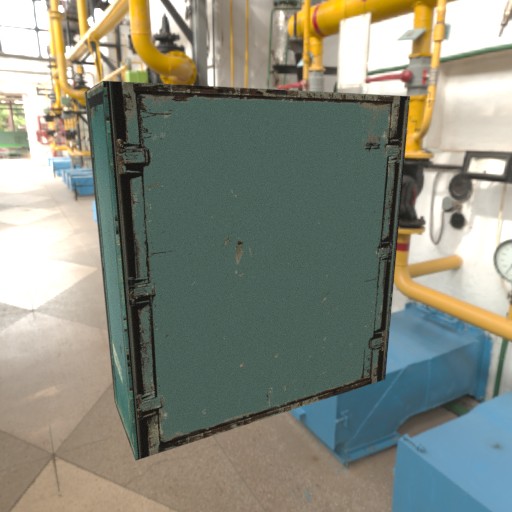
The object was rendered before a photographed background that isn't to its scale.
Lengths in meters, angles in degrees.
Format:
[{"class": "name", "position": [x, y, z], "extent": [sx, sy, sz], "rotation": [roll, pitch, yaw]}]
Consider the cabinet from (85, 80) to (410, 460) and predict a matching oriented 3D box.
[{"class": "cabinet", "position": [0.000, 0.000, 3.139], "extent": [2.000, 2.160, 0.680], "rotation": [-8, 17, -26]}]
